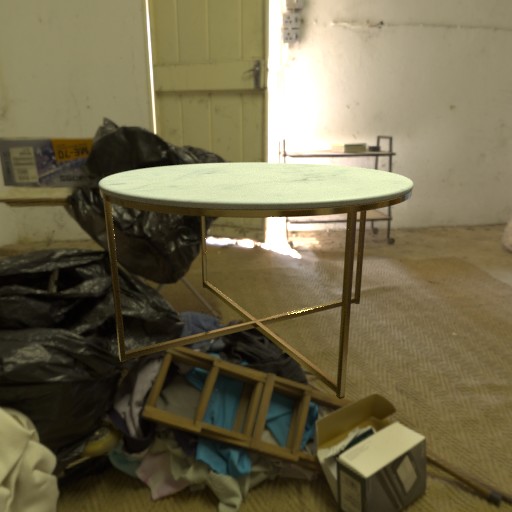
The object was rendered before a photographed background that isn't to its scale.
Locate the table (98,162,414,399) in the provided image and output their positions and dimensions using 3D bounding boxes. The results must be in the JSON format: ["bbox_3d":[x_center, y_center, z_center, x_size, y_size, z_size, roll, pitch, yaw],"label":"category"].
[{"bbox_3d":[0.000,0.000,1.252,0.800,0.450,0.800,0,17,0],"label":"table"}]
